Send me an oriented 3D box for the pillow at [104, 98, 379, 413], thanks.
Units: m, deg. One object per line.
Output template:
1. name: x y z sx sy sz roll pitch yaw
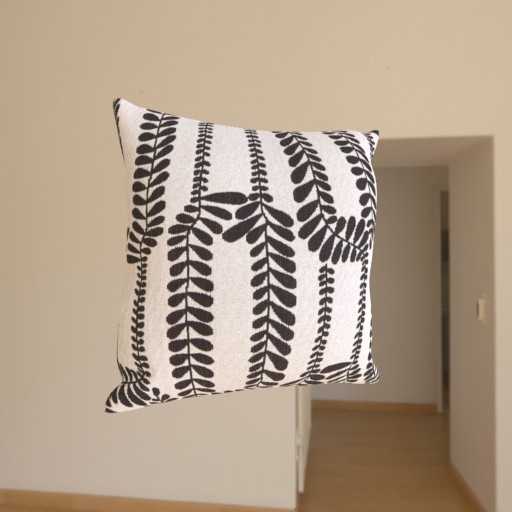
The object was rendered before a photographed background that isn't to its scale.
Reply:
1. pillow: 0.000 0.000 0.679 0.440 0.441 0.182 0 -1 -18
